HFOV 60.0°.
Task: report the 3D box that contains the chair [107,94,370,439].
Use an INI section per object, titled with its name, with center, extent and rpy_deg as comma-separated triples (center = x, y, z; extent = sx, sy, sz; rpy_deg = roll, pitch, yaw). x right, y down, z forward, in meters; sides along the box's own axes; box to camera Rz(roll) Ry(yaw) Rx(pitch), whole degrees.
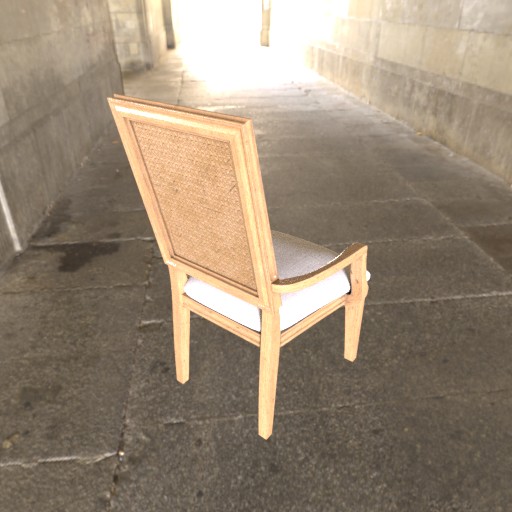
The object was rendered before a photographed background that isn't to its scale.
[chair]
center = 0.000, 0.000, 1.375
extent = 0.606, 0.990, 0.602
rpy_deg = 22, 36, 33
